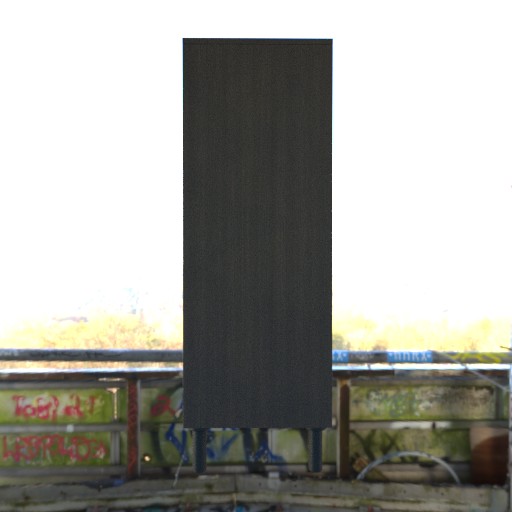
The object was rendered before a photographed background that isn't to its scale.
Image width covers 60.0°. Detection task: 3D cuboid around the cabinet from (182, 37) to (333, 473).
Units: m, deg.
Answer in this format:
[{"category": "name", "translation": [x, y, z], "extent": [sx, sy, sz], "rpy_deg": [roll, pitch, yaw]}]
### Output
[{"category": "cabinet", "translation": [0.000, 0.000, 1.686], "extent": [0.400, 1.170, 1.010], "rpy_deg": [0, 1, -1]}]
